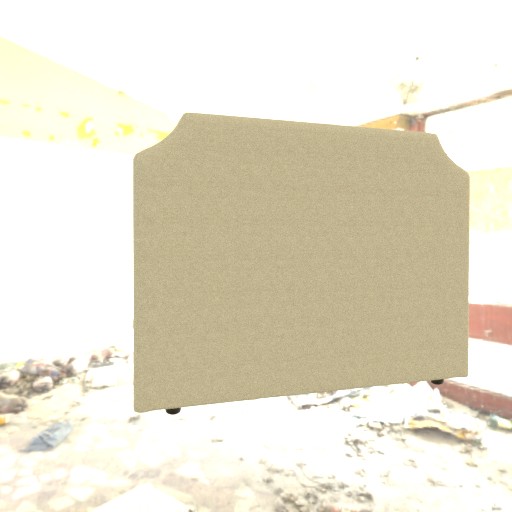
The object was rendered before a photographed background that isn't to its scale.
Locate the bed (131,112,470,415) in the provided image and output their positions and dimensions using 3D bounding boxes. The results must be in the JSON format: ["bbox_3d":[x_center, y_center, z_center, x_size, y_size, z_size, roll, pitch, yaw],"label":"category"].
[{"bbox_3d":[0.000,0.000,3.048,1.693,1.290,2.116,-1,2,-17],"label":"bed"}]
